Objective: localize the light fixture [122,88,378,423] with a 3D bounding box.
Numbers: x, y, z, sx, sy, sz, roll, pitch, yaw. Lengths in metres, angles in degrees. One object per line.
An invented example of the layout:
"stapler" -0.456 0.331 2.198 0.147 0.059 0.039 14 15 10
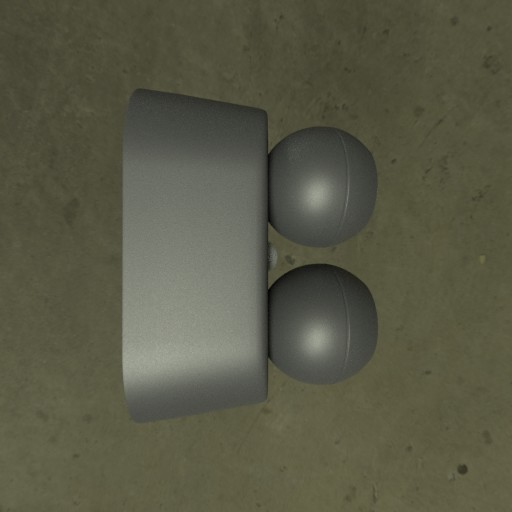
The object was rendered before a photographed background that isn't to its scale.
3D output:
"light fixture" 0.000 0.000 0.335 0.159 0.159 0.229 0 89 1
